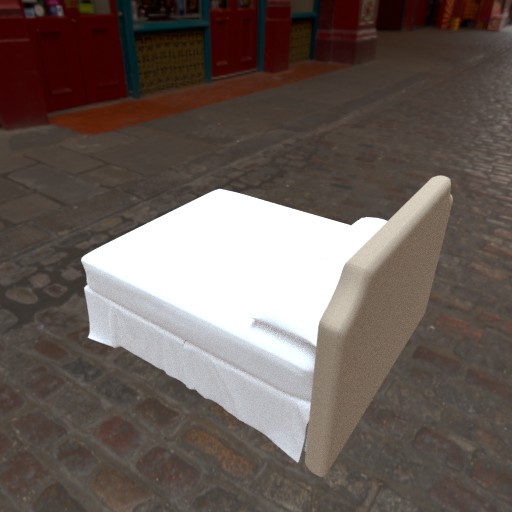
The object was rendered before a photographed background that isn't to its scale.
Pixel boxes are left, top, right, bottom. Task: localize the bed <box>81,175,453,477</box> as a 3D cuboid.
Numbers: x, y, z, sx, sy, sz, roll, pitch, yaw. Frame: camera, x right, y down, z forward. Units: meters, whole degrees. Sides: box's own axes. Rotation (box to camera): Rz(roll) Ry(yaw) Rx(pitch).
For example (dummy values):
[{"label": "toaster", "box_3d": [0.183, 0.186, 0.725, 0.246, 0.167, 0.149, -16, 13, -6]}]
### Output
[{"label": "bed", "box_3d": [0.000, 0.000, 3.303, 2.204, 1.301, 1.828, 20, 37, 30]}]
